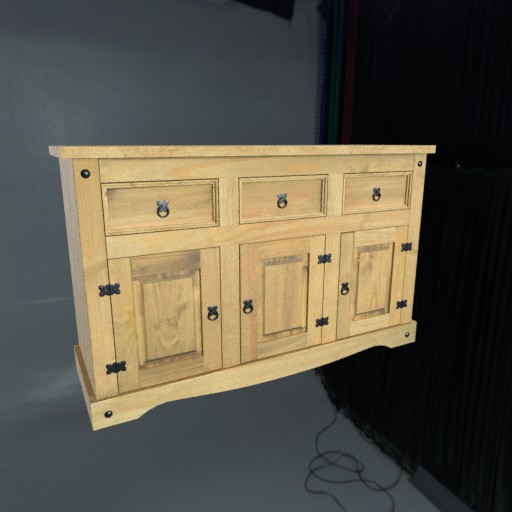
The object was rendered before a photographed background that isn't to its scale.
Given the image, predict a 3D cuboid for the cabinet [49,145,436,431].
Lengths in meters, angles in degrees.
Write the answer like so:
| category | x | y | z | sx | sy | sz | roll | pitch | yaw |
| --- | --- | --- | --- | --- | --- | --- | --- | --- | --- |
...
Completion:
| category | x | y | z | sx | sy | sz | roll | pitch | yaw |
| --- | --- | --- | --- | --- | --- | --- | --- | --- | --- |
| cabinet | 0.000 | 0.000 | 1.677 | 1.321 | 0.810 | 0.432 | -7 | 16 | -27 |
